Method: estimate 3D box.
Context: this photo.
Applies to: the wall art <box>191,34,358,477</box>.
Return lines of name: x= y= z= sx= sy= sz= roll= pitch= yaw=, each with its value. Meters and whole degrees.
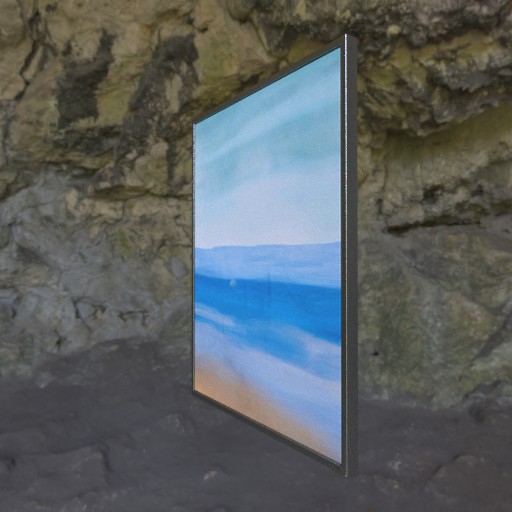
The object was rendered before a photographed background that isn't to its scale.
wall art: x=0.000 y=0.000 z=1.399 sx=0.041 sy=1.062 sz=0.803 roll=0 pitch=-1 yaw=-35
